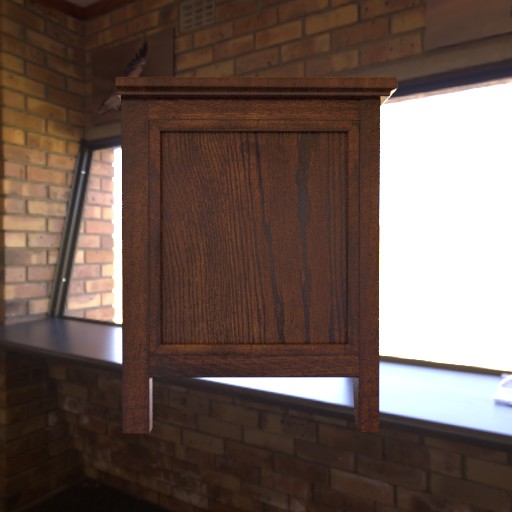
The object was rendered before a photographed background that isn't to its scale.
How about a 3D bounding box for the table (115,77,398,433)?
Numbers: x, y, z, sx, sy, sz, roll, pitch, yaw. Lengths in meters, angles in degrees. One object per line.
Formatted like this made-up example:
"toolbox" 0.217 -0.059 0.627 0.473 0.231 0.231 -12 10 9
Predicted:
"table" 0.000 0.000 1.019 0.461 0.597 0.586 0 1 0
